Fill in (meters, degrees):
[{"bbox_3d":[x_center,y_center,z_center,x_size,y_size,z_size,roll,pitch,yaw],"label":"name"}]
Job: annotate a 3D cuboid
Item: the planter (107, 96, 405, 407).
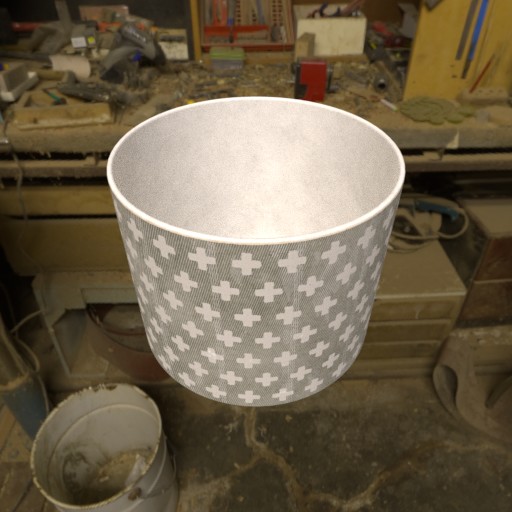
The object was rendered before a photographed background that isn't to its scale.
[{"bbox_3d":[0.000,0.000,0.349,0.190,0.181,0.190,0,41,0],"label":"planter"}]
